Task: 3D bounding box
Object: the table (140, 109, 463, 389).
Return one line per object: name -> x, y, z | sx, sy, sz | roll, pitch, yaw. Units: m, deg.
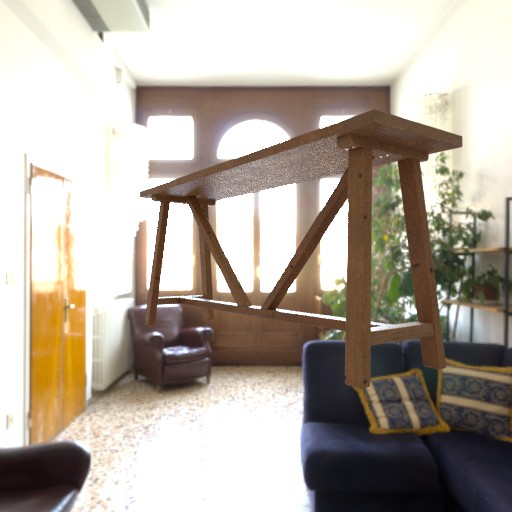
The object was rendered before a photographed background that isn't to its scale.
table -> 0.000, 0.000, 2.121 | 0.465, 0.810, 1.800 | 1, -1, -36
